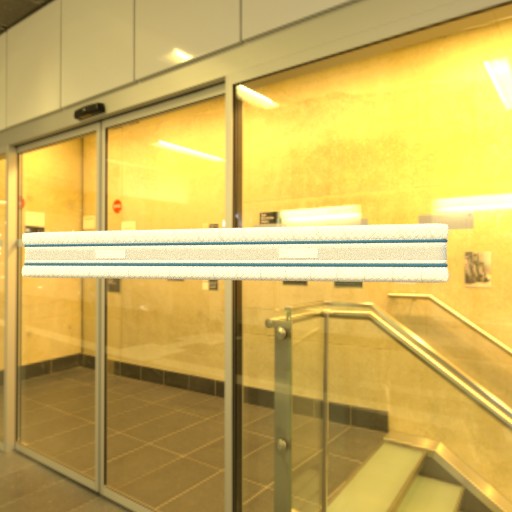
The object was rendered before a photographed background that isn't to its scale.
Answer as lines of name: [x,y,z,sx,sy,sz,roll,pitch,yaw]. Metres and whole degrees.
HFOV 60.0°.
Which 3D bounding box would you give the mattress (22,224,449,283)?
mattress: [0.000,0.000,2.720,2.000,0.230,1.600,0,-1,17]
